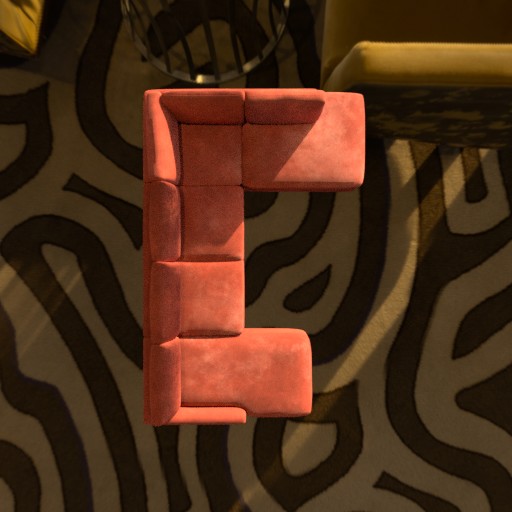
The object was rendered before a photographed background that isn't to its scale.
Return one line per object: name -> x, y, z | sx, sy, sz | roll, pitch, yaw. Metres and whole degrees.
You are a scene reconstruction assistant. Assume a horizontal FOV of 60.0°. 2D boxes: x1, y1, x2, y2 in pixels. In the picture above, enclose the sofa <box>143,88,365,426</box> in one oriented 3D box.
sofa -> 0.000, 0.000, 4.047 | 1.981, 0.858, 2.971 | 0, 90, 0
